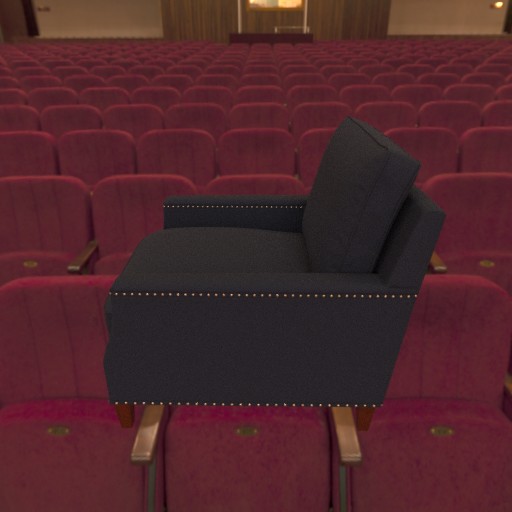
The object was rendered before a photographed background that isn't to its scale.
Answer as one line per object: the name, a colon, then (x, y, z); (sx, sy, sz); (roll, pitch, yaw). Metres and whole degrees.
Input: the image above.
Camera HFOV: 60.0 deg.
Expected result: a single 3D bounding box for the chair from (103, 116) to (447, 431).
chair: (0.000, 0.000, 1.681); (1.014, 0.943, 0.853); (0, 26, 1)
